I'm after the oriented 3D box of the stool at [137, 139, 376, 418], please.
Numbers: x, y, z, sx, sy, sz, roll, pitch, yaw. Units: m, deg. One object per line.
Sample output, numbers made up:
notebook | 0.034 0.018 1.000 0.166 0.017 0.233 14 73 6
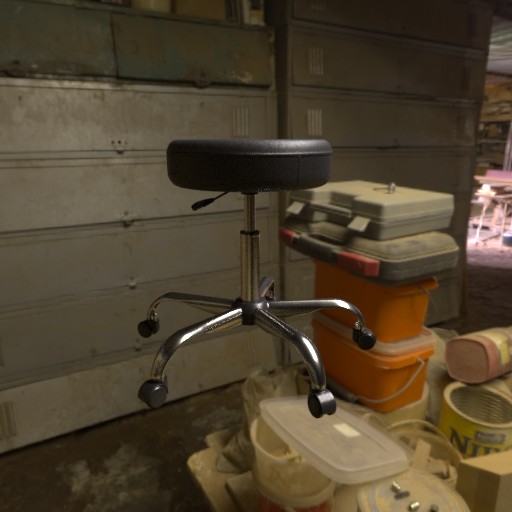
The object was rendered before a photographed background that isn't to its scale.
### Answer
stool | 0.000 0.000 1.130 0.673 0.576 0.638 -8 17 -28
